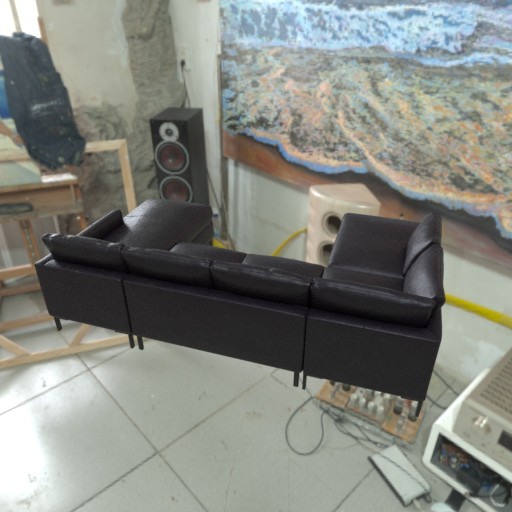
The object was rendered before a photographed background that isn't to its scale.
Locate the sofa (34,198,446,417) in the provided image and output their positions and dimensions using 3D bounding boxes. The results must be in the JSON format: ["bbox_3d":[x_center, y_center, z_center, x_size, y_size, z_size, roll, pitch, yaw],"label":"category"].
[{"bbox_3d":[0.000,0.000,3.867,2.956,0.900,1.939,9,32,15],"label":"sofa"}]
